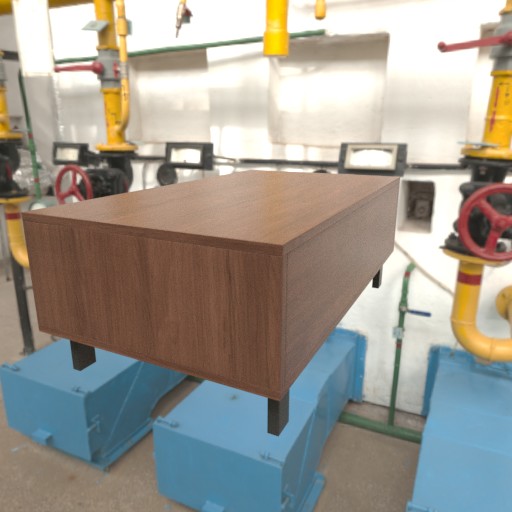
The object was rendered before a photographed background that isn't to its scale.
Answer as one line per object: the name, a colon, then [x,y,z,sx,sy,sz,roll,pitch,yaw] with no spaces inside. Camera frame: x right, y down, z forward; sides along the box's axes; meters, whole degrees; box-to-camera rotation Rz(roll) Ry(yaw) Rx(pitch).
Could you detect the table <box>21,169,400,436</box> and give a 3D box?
table: [0.000,0.000,1.272,0.600,0.380,1.020,8,18,26]
